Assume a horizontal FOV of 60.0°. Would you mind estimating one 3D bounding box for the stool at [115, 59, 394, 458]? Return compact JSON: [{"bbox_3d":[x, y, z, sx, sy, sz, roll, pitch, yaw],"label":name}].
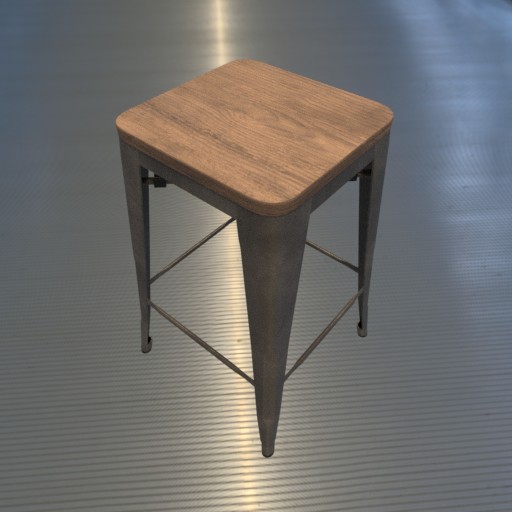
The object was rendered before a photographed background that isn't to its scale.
[{"bbox_3d":[0.000,0.000,0.885,0.407,0.607,0.407,31,53,27],"label":"stool"}]
